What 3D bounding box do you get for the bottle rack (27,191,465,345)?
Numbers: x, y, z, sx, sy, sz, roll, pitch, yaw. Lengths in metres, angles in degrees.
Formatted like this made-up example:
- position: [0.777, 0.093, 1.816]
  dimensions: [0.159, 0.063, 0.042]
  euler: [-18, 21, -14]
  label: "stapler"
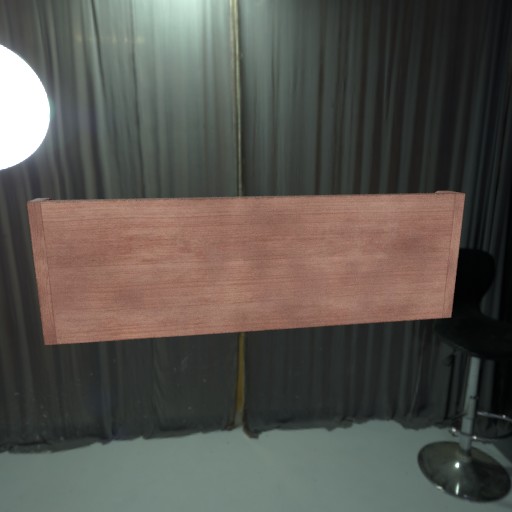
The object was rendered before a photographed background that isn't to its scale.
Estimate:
- position: [0.000, 0.000, 0.692]
  dimensions: [0.608, 0.196, 0.126]
  euler: [-2, 14, -9]
  label: "bottle rack"
